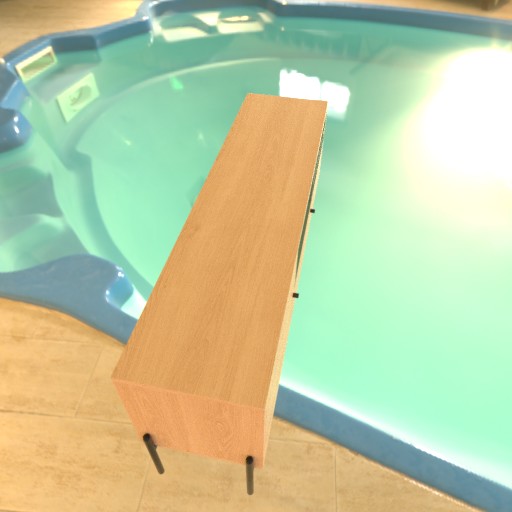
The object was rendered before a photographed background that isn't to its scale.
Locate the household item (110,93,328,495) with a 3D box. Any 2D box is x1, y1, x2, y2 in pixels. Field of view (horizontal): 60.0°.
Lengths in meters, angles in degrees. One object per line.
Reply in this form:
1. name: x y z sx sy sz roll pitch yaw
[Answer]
1. household item: 0.000 0.000 1.768 0.400 0.600 1.550 9 47 8
